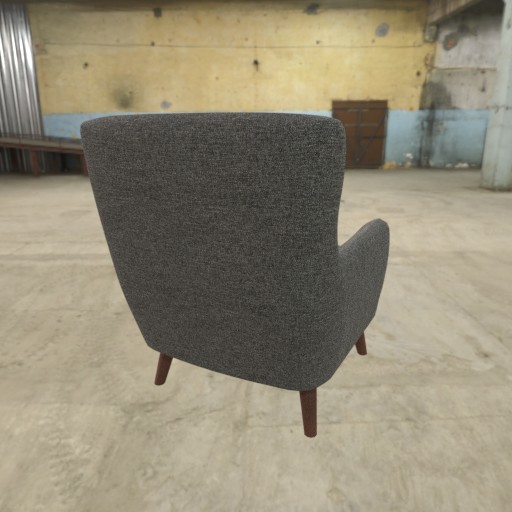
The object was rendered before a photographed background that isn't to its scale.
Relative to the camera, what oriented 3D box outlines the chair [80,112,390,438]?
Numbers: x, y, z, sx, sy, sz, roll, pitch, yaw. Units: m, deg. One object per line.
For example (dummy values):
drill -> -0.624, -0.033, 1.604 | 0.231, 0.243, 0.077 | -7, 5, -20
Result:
chair -> 0.000, 0.000, 1.733 | 0.889, 1.039, 0.940 | 9, 18, 27
